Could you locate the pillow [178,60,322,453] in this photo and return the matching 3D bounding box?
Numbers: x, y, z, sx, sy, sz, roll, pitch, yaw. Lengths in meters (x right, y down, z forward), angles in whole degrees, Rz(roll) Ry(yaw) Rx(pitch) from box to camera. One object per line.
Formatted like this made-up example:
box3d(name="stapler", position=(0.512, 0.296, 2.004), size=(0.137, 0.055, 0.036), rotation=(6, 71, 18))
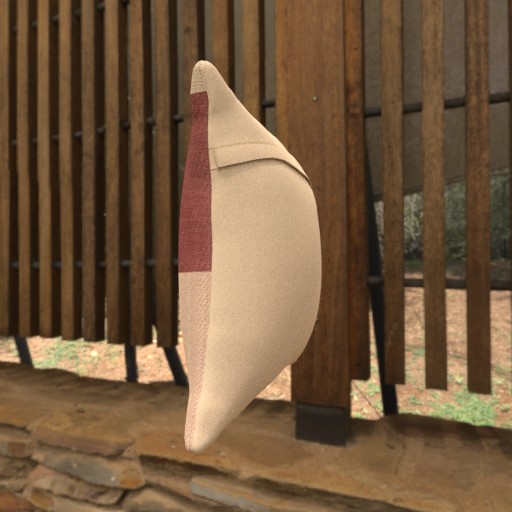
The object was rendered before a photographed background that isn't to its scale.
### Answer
box3d(name="pillow", position=(0.000, 0.000, 0.808), size=(0.229, 0.506, 0.536), rotation=(0, -1, 17))
